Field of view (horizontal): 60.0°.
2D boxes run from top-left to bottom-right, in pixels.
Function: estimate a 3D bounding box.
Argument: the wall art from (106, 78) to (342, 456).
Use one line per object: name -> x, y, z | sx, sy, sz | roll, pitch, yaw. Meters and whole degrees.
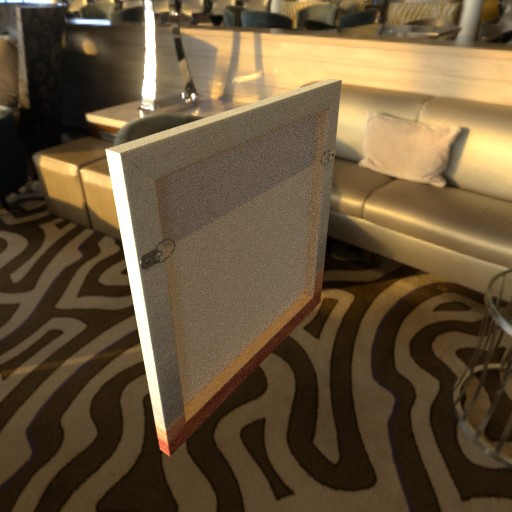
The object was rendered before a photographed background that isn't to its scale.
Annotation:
wall art -> 0.000, 0.000, 0.917 | 0.034, 0.605, 0.605 | 21, 37, 30
